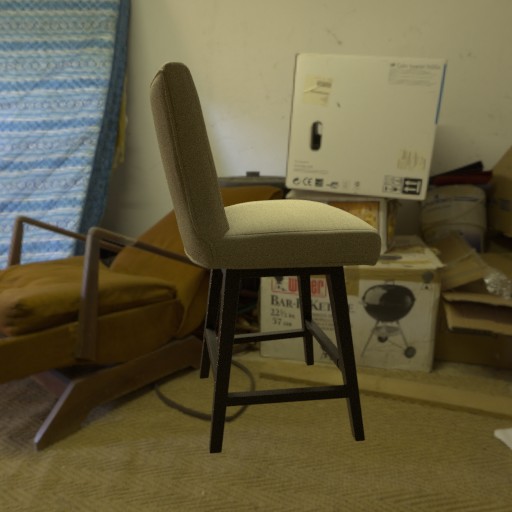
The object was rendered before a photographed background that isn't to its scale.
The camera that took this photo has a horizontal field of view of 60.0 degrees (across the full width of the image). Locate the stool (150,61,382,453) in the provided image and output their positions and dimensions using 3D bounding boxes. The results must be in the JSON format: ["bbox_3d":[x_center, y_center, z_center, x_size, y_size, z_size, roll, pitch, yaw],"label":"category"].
[{"bbox_3d":[0.000,0.000,1.339,0.574,1.000,0.514,-3,14,-10],"label":"stool"}]
